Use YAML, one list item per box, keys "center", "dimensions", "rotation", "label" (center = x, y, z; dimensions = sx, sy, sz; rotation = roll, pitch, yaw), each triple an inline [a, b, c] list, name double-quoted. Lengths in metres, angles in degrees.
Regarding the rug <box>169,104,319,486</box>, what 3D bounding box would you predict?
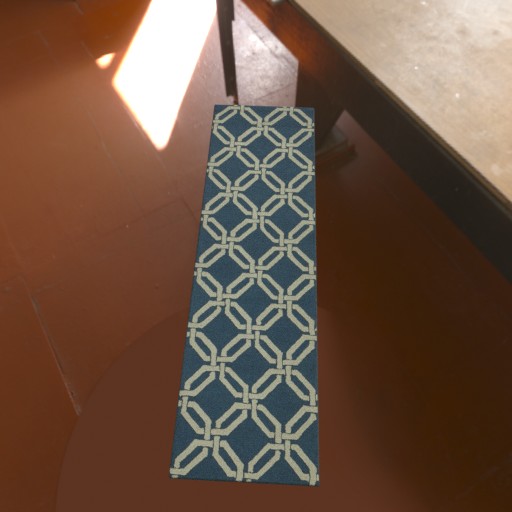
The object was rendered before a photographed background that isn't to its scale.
- center: [0.000, 0.000, 2.497]
  dimensions: [0.678, 0.014, 2.276]
  rotation: [3, 63, 1]
  label: "rug"
